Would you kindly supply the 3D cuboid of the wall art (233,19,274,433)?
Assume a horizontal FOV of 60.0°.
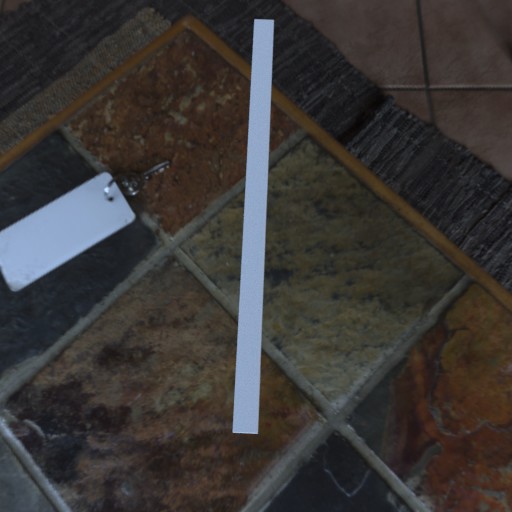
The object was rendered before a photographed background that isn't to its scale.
[{"bbox_3d":[0.000,0.000,0.681,0.023,0.453,0.455,2,75,1],"label":"wall art"}]
